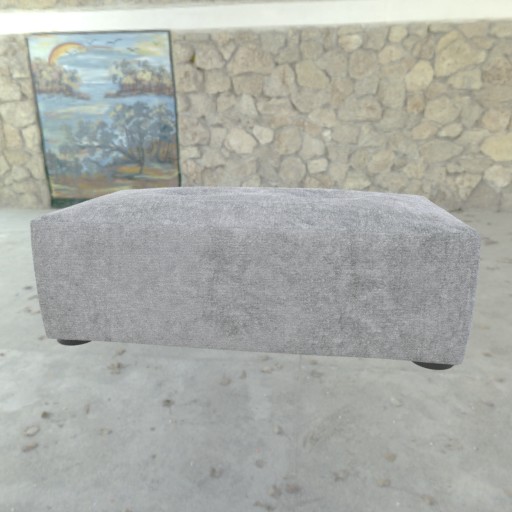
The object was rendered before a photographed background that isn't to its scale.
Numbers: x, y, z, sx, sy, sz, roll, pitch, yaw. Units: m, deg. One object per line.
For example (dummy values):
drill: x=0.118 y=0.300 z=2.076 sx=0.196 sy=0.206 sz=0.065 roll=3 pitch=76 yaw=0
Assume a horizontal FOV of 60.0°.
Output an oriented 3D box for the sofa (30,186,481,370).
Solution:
sofa: x=0.000 y=0.000 z=1.131 sx=0.930 sy=0.330 sz=0.480 roll=2 pitch=16 yaw=7
